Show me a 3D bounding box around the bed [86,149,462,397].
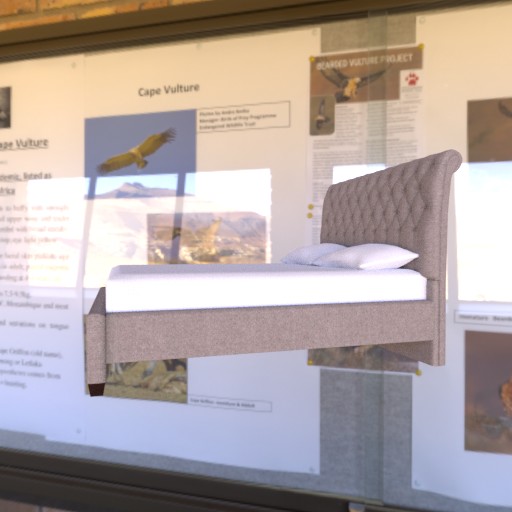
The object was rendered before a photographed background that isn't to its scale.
[{"bbox_3d":[0.000,0.000,3.280,2.252,1.371,1.645,0,1,-17],"label":"bed"}]
